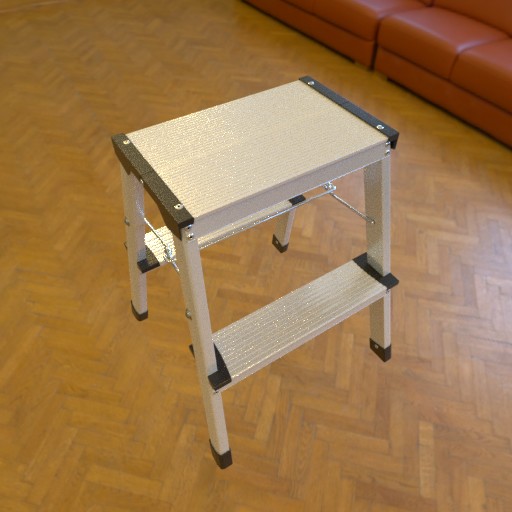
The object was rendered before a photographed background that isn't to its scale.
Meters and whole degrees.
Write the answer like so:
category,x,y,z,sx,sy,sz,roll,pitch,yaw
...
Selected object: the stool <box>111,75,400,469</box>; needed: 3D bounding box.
category,x,y,z,sx,sy,sz,roll,pitch,yaw
stool,0.000,0.000,0.770,0.404,0.480,0.405,-25,52,-22
